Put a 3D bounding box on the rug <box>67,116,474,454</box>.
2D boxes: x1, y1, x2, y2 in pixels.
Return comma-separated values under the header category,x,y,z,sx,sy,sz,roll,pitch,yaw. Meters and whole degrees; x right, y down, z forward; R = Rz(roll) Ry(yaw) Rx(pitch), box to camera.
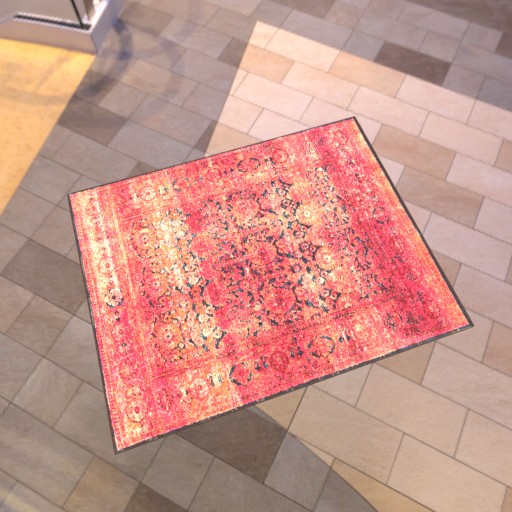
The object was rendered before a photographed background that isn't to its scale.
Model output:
category,x,y,z,sx,sy,sz,roll,pitch,yaw
rug,0.000,0.000,3.976,3.032,0.020,2.411,-17,66,-8
